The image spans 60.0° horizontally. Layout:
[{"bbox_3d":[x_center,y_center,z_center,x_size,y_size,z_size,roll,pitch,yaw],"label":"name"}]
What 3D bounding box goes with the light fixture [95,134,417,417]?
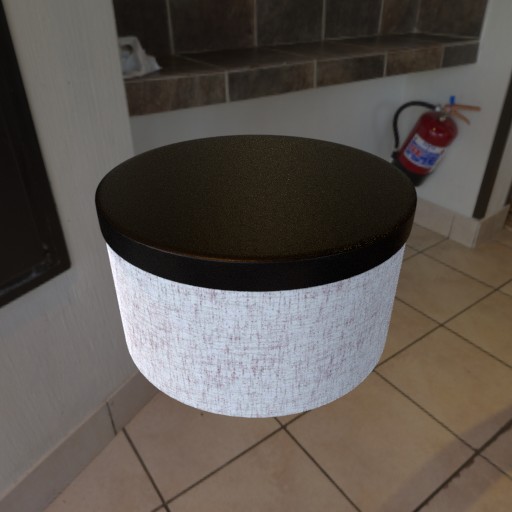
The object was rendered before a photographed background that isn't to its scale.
[{"bbox_3d":[0.000,0.000,0.618,0.389,0.229,0.389,0,32,0],"label":"light fixture"}]
